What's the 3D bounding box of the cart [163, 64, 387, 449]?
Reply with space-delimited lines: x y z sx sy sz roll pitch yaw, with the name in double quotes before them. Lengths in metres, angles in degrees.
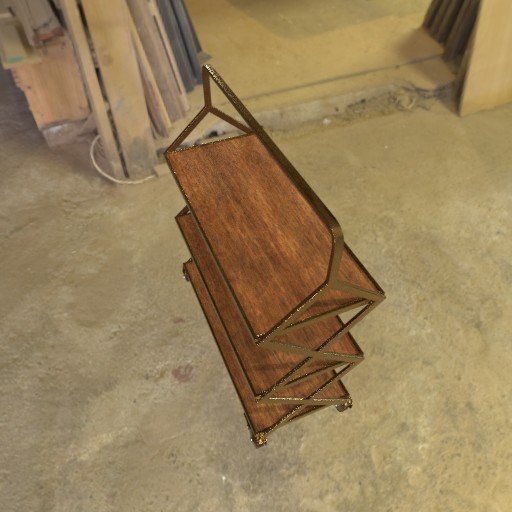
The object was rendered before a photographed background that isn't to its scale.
"cart" 0.000 0.000 1.217 0.313 0.805 0.723 -17 49 -15
